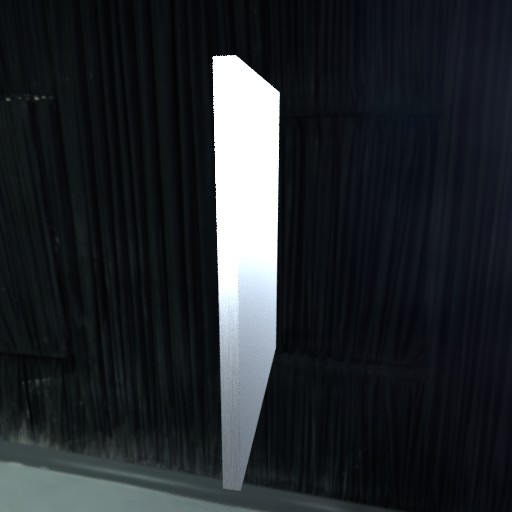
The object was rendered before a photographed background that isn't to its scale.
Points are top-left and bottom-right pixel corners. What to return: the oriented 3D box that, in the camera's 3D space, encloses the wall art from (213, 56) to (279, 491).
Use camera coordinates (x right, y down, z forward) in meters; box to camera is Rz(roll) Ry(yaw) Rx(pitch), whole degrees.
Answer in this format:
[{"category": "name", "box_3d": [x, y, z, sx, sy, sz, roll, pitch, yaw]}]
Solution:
[{"category": "wall art", "box_3d": [0.000, 0.000, 0.767, 0.025, 0.569, 0.444, 2, 16, 9]}]
